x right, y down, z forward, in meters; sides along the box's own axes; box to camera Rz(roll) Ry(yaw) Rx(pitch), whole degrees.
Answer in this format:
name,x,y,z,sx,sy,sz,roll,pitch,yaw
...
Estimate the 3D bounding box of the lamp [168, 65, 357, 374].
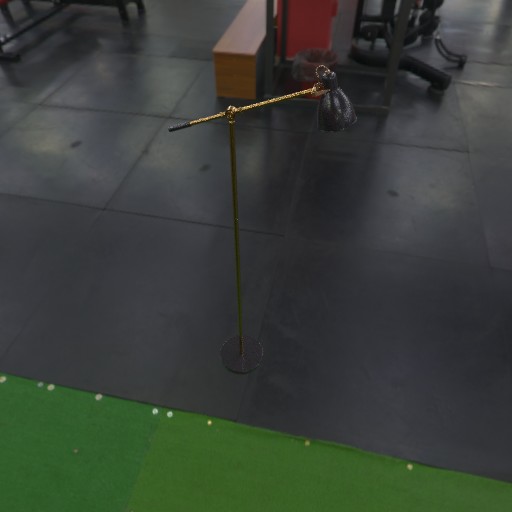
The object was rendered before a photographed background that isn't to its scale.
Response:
name,x,y,z,sx,sy,sz,roll,pitch,yaw
lamp,0.000,0.000,1.853,0.618,1.628,0.235,11,47,10
